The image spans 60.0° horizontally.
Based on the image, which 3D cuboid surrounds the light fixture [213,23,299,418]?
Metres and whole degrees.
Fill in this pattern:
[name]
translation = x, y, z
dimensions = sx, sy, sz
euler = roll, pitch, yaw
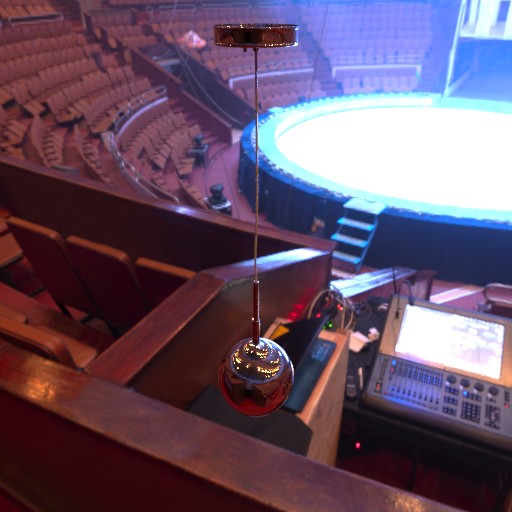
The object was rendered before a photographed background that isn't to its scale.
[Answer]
[light fixture]
translation = 0.000, 0.000, 1.665
dimensions = 0.336, 1.538, 0.336
euler = 10, 31, 17
